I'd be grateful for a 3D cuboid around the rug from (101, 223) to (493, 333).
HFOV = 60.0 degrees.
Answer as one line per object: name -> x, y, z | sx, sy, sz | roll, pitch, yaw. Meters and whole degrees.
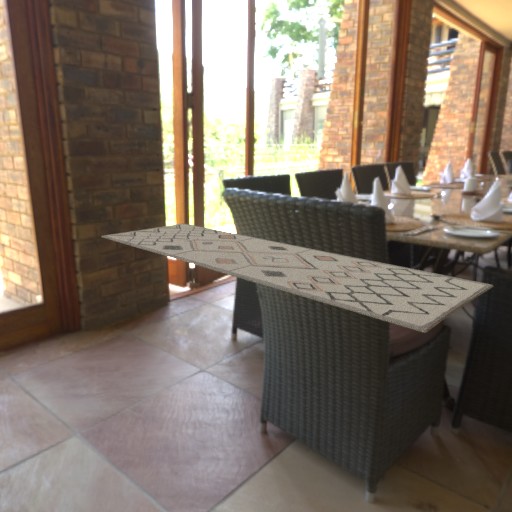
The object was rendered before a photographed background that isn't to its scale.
rug -> 0.000, 0.000, 2.677 | 2.435, 0.011, 0.750 | 13, 19, 43
